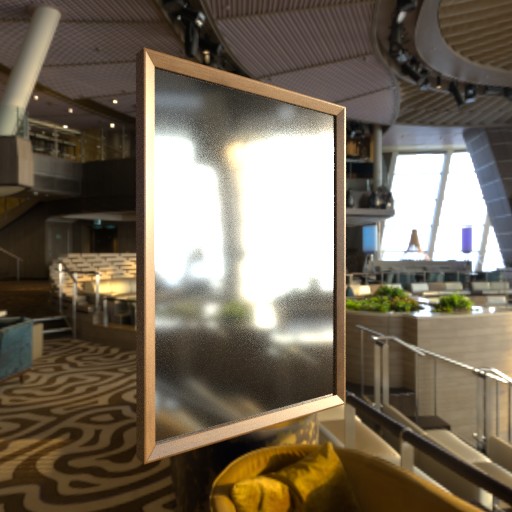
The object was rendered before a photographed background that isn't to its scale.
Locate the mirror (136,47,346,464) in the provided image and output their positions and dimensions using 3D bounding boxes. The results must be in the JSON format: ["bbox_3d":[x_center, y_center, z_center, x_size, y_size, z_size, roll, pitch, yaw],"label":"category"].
[{"bbox_3d":[0.000,0.000,0.922,0.508,0.711,0.039,0,0,-37],"label":"mirror"}]
